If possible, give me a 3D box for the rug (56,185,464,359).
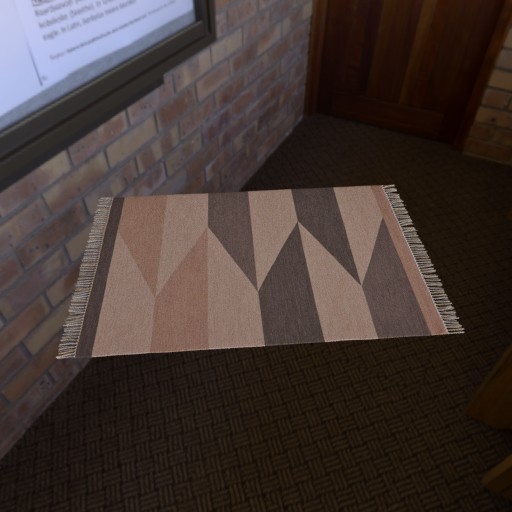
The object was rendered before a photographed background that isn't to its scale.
[{"bbox_3d":[0.000,0.000,2.583,2.021,0.027,1.224,-3,46,-3],"label":"rug"}]
